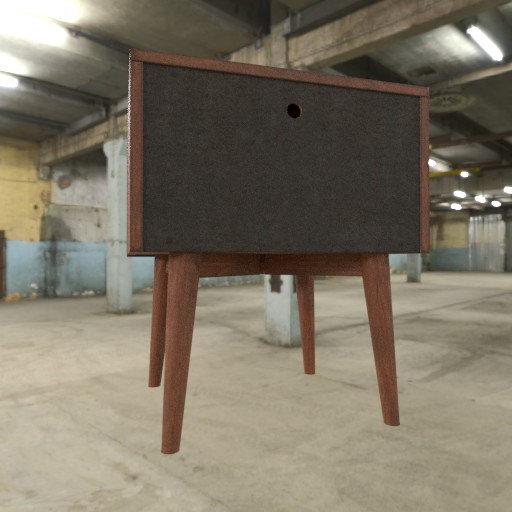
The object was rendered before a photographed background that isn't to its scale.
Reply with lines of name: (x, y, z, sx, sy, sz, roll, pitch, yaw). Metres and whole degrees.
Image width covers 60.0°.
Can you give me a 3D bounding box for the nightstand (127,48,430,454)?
nightstand: (0.000, 0.000, 0.935, 0.521, 0.607, 0.445, 0, 0, -17)
